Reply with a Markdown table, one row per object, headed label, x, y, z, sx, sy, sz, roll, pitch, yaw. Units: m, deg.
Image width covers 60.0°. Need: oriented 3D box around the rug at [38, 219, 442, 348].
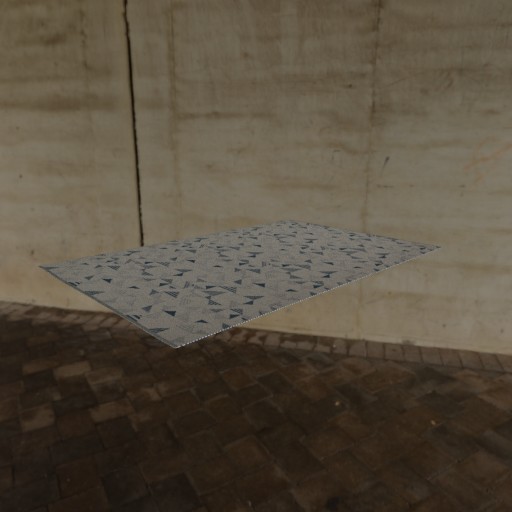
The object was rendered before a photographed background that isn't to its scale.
| label | x | y | z | sx | sy | sz | roll | pitch | yaw |
| --- | --- | --- | --- | --- | --- | --- | --- | --- | --- |
| rug | 0.000 | 0.000 | 2.370 | 1.835 | 0.003 | 1.206 | -14 | 21 | -42 |
